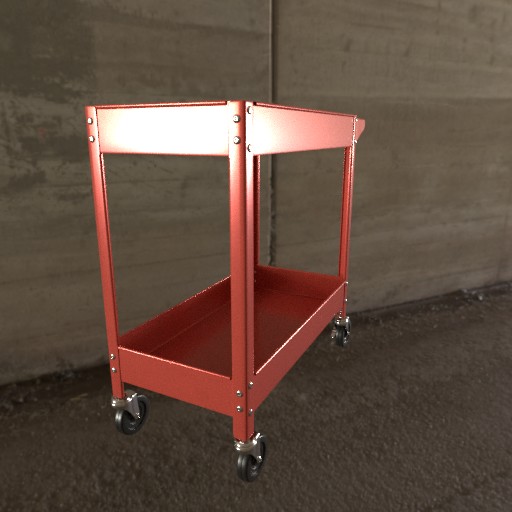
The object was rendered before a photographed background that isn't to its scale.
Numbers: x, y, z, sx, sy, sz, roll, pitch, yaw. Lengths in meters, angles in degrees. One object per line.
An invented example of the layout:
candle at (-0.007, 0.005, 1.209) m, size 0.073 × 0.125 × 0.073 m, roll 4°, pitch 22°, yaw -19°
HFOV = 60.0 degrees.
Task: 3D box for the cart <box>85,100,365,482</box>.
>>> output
cart at (0.000, 0.000, 1.163) m, size 0.366 × 0.719 × 0.779 m, roll 8°, pitch 17°, yaw 26°
